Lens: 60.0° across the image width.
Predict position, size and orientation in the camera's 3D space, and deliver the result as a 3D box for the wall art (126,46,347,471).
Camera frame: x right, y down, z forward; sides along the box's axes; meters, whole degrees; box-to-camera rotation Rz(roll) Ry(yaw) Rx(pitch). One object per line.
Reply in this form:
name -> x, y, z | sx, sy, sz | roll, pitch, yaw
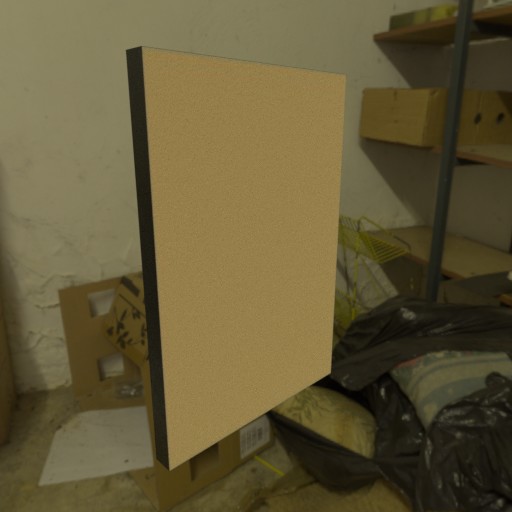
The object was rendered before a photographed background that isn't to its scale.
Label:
wall art -> 0.000, 0.000, 0.572 | 0.313, 0.457, 0.031 | -15, 22, -42
